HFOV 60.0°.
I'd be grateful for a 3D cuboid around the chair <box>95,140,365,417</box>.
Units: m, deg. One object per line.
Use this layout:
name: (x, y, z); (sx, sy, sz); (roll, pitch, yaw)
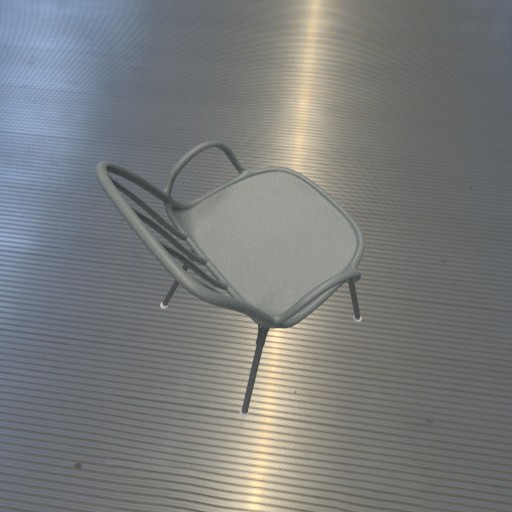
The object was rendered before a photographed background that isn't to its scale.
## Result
chair: (0.000, 0.000, 1.255); (0.597, 0.816, 0.549); (-33, 63, -19)
